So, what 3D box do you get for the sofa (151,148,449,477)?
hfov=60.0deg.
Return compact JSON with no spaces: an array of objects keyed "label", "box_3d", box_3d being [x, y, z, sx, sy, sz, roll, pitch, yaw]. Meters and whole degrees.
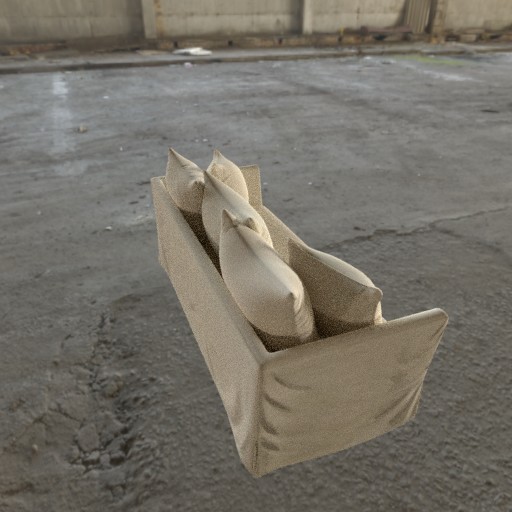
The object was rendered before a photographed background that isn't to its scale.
[{"label":"sofa","box_3d":[0.000,0.000,3.044,1.030,1.042,2.484,-11,31,-19]}]
